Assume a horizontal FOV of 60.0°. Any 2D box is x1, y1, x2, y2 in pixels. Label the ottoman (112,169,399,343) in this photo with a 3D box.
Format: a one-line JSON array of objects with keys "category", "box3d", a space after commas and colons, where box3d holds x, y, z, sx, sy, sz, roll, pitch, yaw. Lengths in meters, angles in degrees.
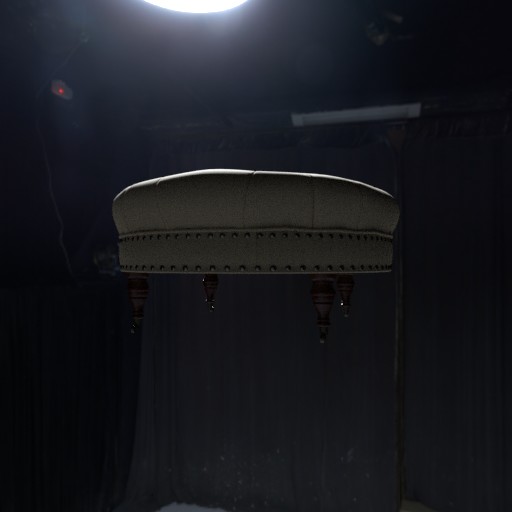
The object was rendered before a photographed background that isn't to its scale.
[{"category": "ottoman", "box3d": [0.000, 0.000, 1.445, 0.901, 0.439, 0.901, 0, -1, 0]}]
